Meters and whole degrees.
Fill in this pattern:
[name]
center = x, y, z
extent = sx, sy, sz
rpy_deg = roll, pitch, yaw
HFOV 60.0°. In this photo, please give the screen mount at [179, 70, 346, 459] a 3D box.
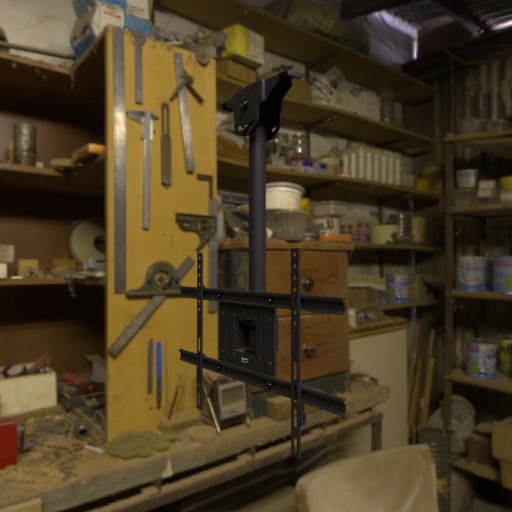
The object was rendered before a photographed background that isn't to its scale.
[screen mount]
center = 0.000, 0.000, 1.024
extent = 0.090, 0.775, 0.595
rpy_deg = 1, -2, -38
